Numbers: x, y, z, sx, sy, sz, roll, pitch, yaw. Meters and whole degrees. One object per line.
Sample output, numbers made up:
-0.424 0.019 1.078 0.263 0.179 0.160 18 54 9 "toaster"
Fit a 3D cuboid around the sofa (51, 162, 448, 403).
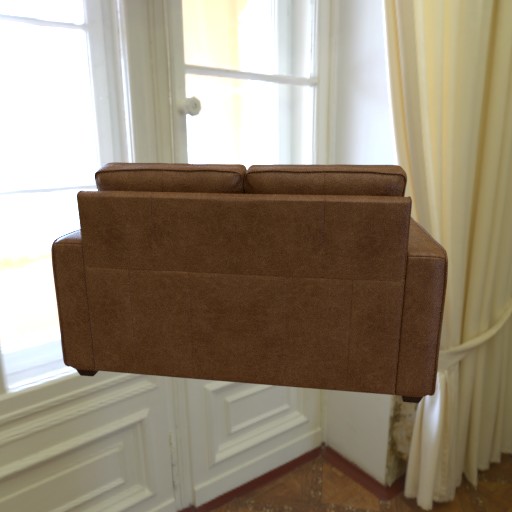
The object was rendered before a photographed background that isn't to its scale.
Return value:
0.000 0.000 2.121 1.532 0.896 1.020 2 15 8 "sofa"
